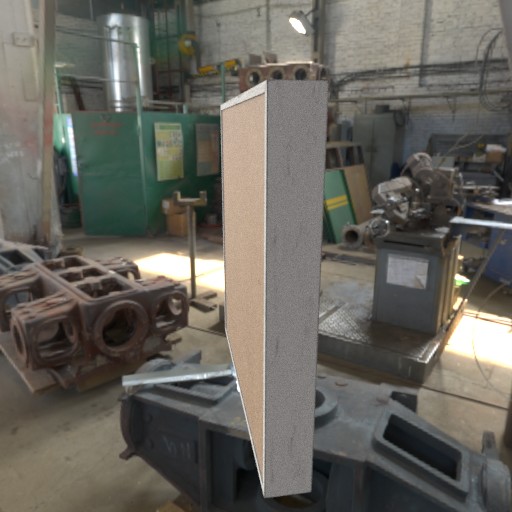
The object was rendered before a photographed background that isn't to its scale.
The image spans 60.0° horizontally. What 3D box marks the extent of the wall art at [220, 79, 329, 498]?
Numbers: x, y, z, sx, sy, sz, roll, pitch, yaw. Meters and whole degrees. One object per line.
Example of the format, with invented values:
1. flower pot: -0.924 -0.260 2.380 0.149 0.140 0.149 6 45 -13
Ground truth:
1. wall art: 0.000 0.000 0.451 0.038 0.305 0.305 -3 16 -9
